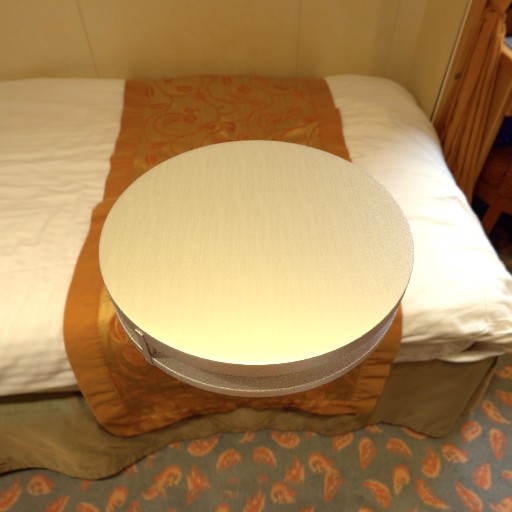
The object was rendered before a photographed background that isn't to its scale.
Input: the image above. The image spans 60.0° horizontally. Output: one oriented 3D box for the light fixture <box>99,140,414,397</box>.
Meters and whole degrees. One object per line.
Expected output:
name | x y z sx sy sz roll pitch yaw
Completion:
light fixture | 0.000 0.000 0.547 0.356 0.102 0.356 0 48 0
